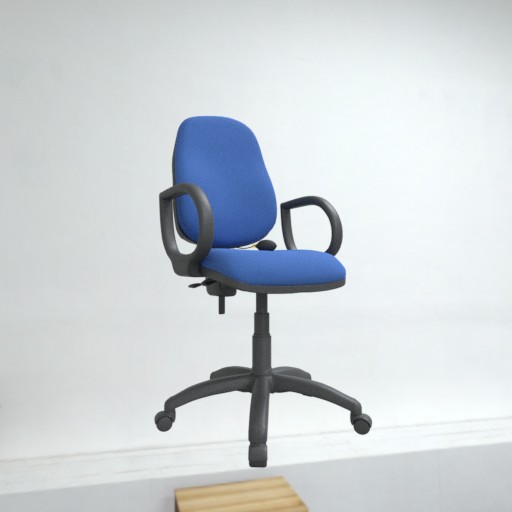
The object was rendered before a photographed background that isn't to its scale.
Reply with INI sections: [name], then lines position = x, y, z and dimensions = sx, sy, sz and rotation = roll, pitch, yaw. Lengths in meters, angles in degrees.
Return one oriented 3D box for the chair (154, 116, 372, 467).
[chair]
position = 0.000, 0.000, 1.245
dimensions = 0.552, 0.905, 0.549
rotation = 0, 0, -34
